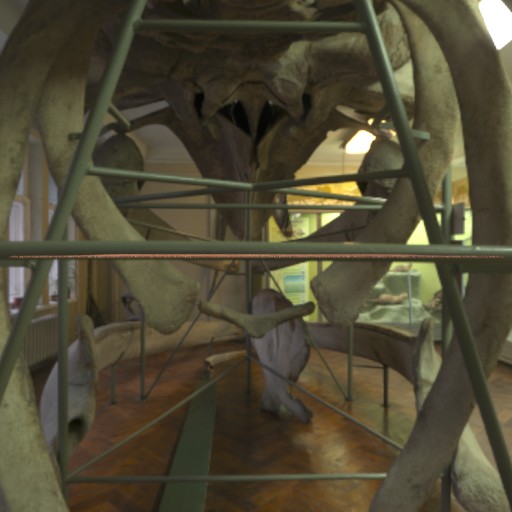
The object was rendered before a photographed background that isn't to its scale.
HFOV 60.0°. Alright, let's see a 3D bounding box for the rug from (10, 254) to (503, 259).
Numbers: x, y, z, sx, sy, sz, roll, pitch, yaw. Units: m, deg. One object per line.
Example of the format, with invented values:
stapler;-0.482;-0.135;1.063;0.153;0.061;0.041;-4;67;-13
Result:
rug;0.000;0.000;2.132;1.747;0.011;1.139;0;1;0
